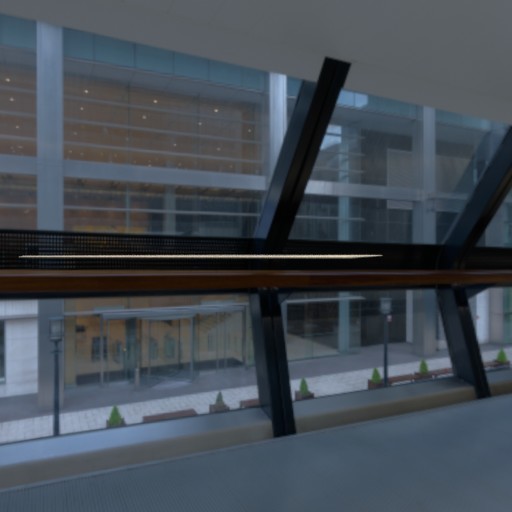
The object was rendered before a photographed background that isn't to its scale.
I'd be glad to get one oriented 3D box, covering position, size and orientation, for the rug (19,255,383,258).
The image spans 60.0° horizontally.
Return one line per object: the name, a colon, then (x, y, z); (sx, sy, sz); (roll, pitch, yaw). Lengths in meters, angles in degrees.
rug: (0.000, 0.000, 3.005); (1.541, 0.008, 2.448); (0, 0, 19)
